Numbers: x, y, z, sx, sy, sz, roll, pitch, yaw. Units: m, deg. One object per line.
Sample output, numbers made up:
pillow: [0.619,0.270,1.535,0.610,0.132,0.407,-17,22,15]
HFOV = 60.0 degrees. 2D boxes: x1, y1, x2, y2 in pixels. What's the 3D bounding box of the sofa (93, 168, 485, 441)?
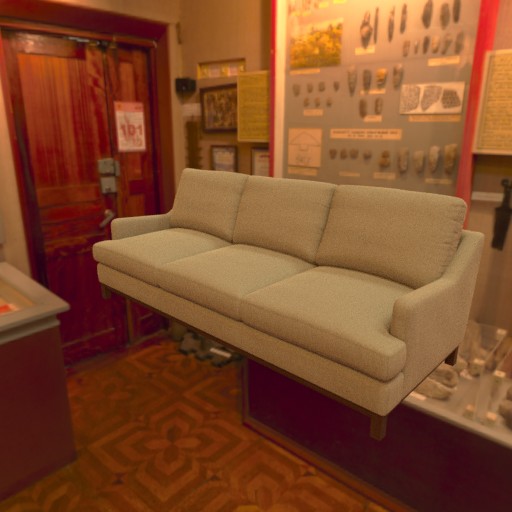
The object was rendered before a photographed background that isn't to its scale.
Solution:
sofa: [0.000,0.000,2.745,2.321,0.913,1.000,15,23,41]
